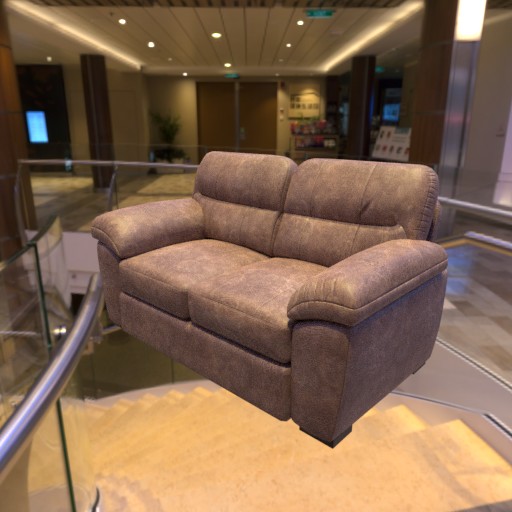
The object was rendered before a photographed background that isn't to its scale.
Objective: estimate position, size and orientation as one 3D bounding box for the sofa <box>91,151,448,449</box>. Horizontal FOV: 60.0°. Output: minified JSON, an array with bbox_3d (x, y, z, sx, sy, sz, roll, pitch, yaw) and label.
[{"bbox_3d":[0.000,0.000,2.346,1.753,0.991,0.991,15,23,41],"label":"sofa"}]
